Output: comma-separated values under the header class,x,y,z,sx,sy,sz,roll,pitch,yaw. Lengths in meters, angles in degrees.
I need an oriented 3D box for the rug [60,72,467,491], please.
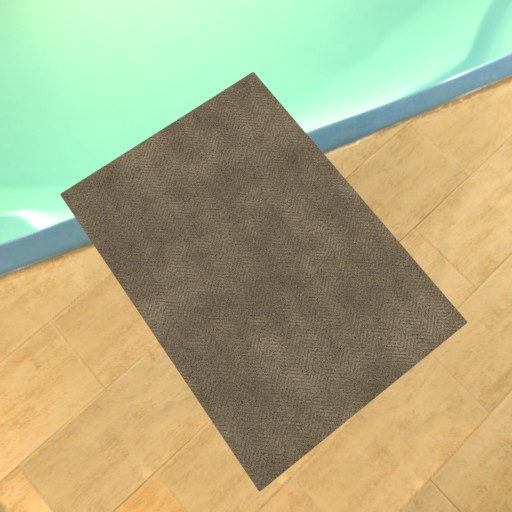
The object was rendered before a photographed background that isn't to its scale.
class,x,y,z,sx,sy,sz,roll,pitch,yaw
rug,0.000,0.000,2.846,1.600,0.008,2.235,-35,78,-9
